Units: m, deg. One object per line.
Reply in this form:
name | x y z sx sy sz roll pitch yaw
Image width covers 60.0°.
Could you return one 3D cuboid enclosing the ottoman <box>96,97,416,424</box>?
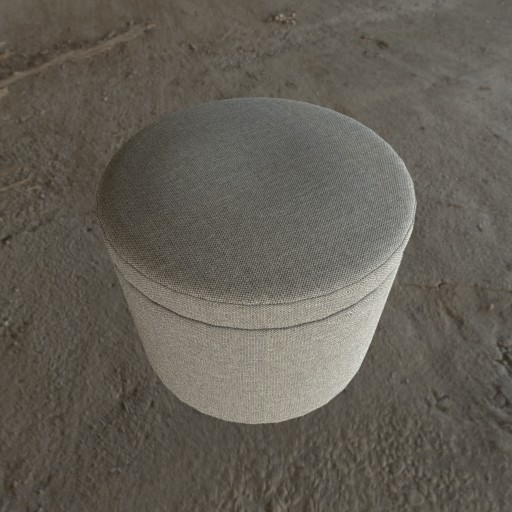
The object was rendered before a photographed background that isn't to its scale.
ottoman | 0.000 0.000 0.843 0.500 0.419 0.500 0 48 0
